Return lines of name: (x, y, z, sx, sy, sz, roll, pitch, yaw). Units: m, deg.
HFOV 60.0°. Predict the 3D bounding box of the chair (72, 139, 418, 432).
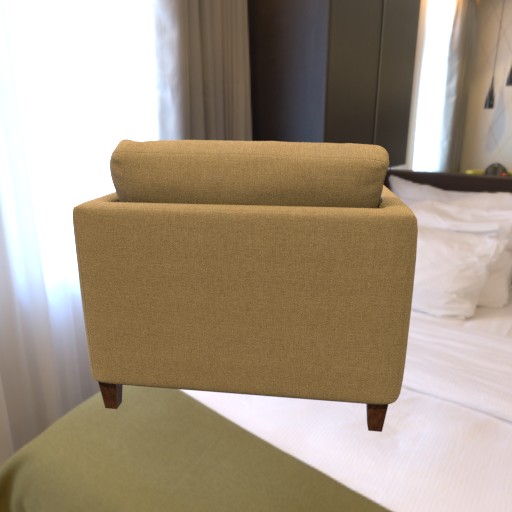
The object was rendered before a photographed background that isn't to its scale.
chair: (0.000, 0.000, 1.861, 1.107, 0.963, 0.959, 2, 17, 7)
